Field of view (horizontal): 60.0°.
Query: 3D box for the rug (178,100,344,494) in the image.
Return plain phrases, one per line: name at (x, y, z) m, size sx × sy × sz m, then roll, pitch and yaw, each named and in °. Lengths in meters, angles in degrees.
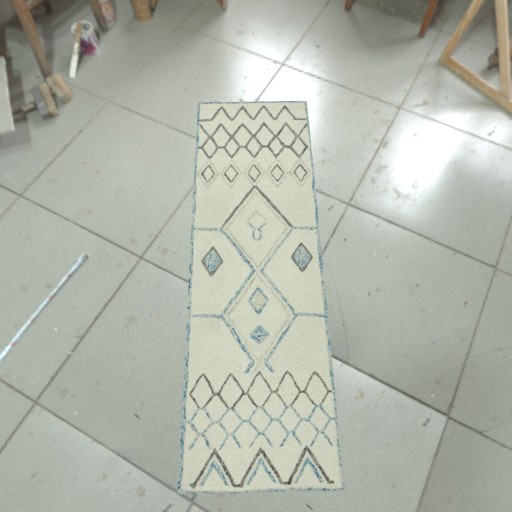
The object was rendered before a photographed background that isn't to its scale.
rug at (0.000, 0.000, 2.586) m, size 0.770 × 0.013 × 2.434 m, roll -1°, pitch 63°, yaw -1°
